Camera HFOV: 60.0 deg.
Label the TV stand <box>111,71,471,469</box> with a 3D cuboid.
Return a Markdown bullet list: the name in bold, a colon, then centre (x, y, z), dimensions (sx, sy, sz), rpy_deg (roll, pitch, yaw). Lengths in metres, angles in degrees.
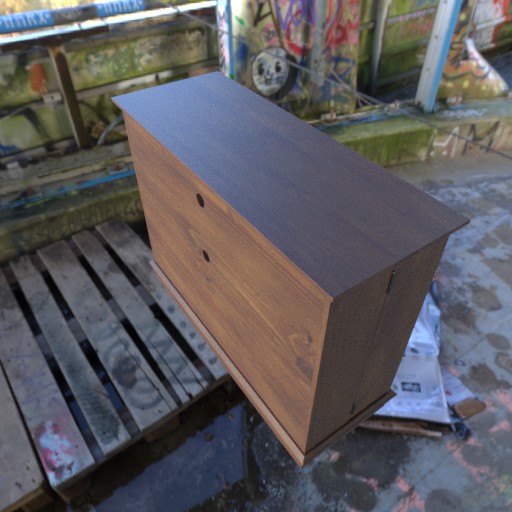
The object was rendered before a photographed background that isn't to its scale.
- **TV stand**: centre (0.000, 0.000, 1.484), dimensions (0.406, 0.813, 1.067), rpy_deg (-25, 48, -25)
